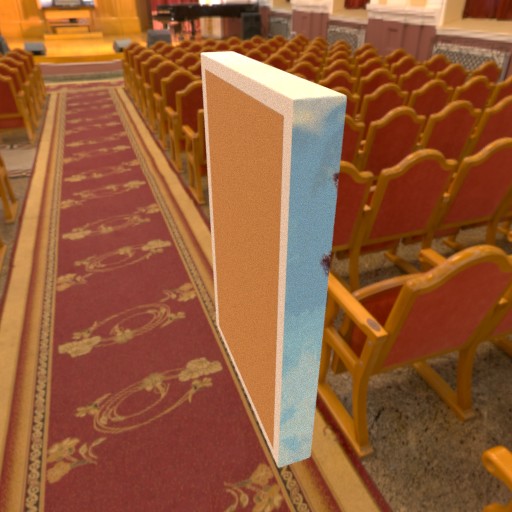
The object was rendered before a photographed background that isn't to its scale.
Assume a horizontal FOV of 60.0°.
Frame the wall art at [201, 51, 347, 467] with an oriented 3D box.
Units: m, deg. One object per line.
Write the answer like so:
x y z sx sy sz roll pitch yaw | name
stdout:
0.000 0.000 0.482 0.039 0.380 0.251 -10 33 -17 | wall art
